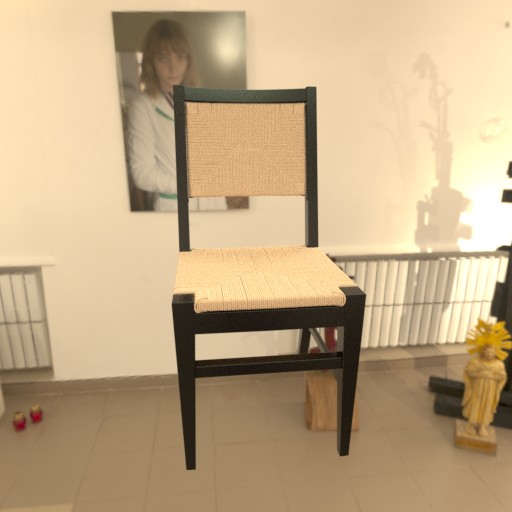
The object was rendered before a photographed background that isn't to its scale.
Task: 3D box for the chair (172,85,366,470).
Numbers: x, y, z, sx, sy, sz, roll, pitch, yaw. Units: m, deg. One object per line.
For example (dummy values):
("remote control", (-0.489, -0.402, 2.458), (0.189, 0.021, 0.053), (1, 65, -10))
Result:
("chair", (0.000, 0.000, 1.226), (0.437, 0.927, 0.552), (-2, 16, -7))
